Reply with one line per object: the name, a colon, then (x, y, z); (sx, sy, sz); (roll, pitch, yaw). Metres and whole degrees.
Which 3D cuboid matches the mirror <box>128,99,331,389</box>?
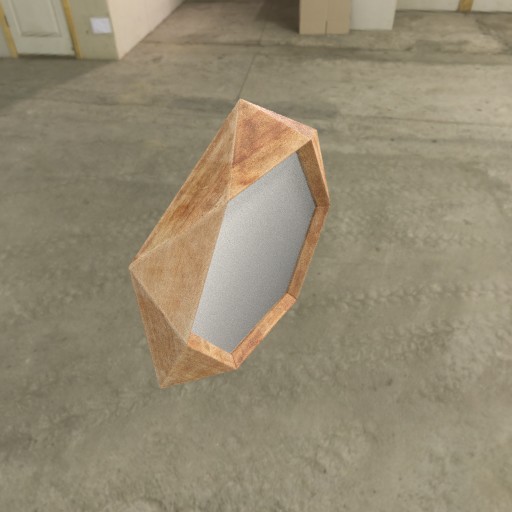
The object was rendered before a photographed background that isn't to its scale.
mirror: (0.000, 0.000, 1.106); (0.091, 0.779, 0.675); (25, 47, 26)
